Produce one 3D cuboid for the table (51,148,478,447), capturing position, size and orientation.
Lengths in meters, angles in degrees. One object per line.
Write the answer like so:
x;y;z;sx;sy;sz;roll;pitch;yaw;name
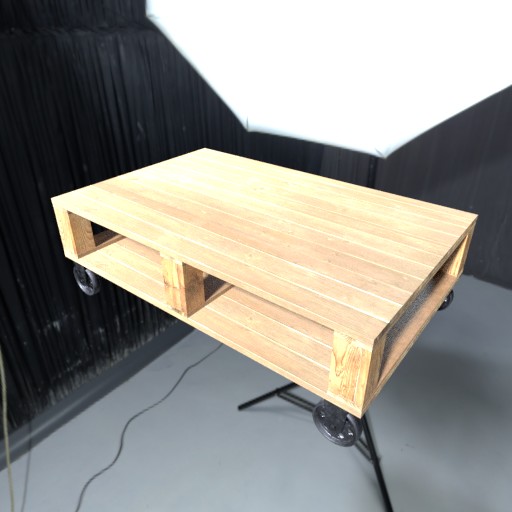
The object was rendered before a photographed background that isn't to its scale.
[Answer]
0.000;0.000;1.697;1.299;0.413;0.827;21;36;32;table
